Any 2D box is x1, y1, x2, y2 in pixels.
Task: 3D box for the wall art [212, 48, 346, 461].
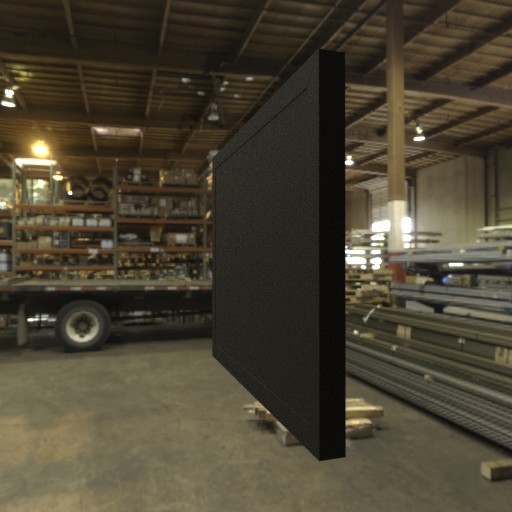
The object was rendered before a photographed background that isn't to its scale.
[{"bbox_3d":[0.000,0.000,0.549,0.024,0.329,0.404,0,0,-18],"label":"wall art"}]
